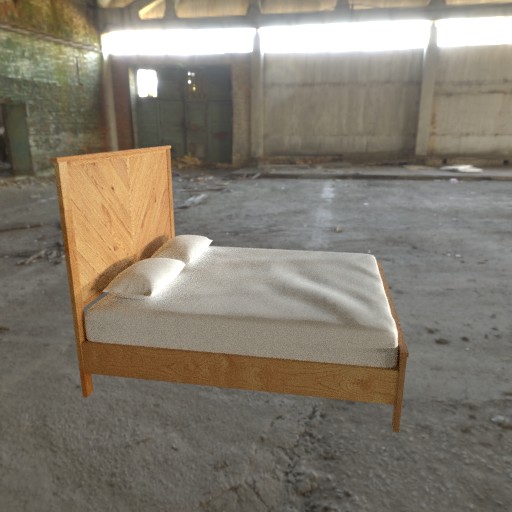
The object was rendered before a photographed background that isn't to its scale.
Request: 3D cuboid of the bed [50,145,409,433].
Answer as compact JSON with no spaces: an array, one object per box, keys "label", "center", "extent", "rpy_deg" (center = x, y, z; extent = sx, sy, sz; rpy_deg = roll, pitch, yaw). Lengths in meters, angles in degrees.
[{"label":"bed","center":[0.000,0.000,3.666],"extent":[2.201,1.686,1.936],"rpy_deg":[3,16,10]}]
